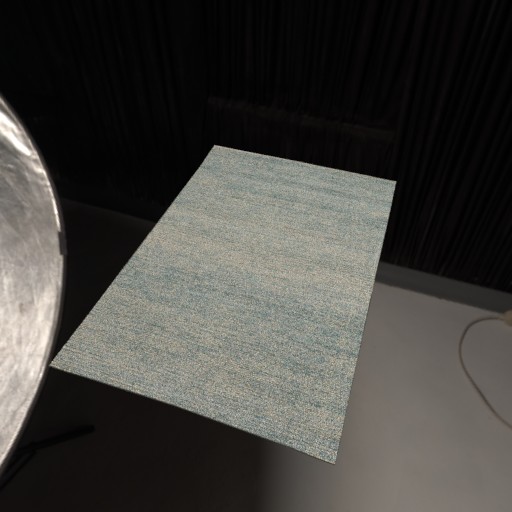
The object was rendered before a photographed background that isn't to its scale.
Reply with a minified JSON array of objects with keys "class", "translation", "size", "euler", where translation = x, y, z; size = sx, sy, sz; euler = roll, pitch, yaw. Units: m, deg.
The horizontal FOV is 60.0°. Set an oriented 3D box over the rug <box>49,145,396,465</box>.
[{"class":"rug","translation":[0.000,0.000,5.269],"size":[2.802,0.052,4.078],"euler":[14,48,13]}]
